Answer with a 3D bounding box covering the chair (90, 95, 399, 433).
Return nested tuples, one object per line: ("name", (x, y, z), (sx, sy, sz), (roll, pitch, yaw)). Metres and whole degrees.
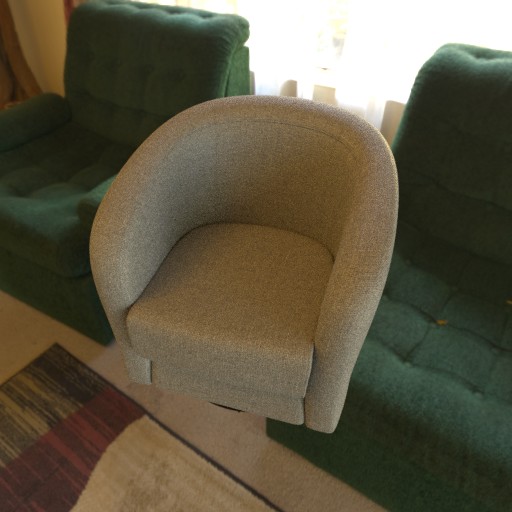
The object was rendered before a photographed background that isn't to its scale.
("chair", (0.000, 0.000, 1.434), (0.791, 0.771, 0.815), (11, 41, 12))
